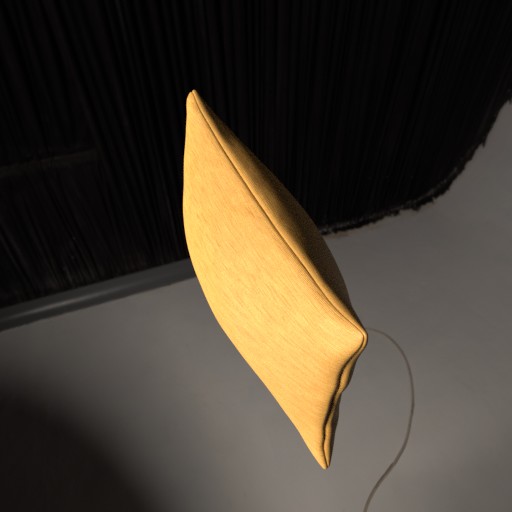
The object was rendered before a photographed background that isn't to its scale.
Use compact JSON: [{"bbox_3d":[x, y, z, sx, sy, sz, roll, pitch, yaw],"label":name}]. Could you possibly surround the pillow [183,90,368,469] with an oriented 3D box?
[{"bbox_3d":[0.000,0.000,0.779,0.210,0.354,0.634,-16,47,-16],"label":"pillow"}]
